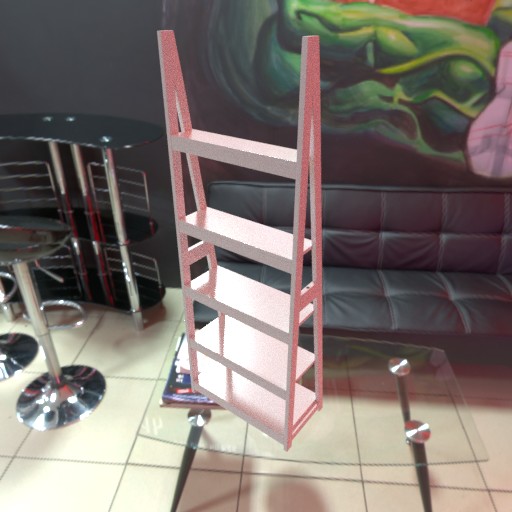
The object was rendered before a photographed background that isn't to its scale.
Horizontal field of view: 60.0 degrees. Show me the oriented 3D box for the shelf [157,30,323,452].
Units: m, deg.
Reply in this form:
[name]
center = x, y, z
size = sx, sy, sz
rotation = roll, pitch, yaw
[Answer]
[shelf]
center = 0.000, 0.000, 1.968
size = 0.636, 1.779, 0.341
rotation = 20, 35, 32
